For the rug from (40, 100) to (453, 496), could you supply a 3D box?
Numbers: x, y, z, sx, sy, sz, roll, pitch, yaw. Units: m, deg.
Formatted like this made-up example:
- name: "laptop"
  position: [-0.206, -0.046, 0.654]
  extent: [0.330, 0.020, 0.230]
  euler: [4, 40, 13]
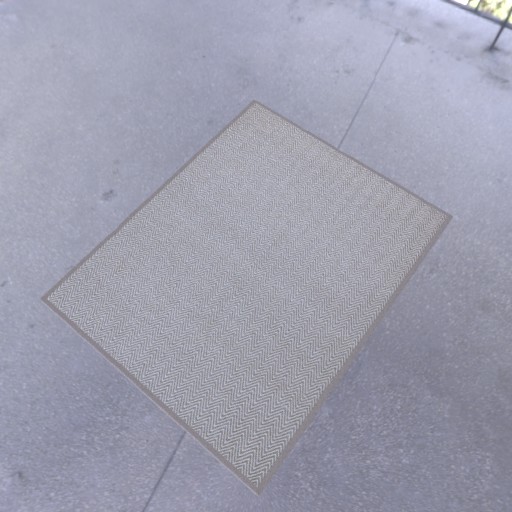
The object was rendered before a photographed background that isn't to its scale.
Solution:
- name: "rug"
  position: [0.000, 0.000, 4.044]
  extent: [2.434, 0.032, 3.007]
  euler: [35, 69, 16]
